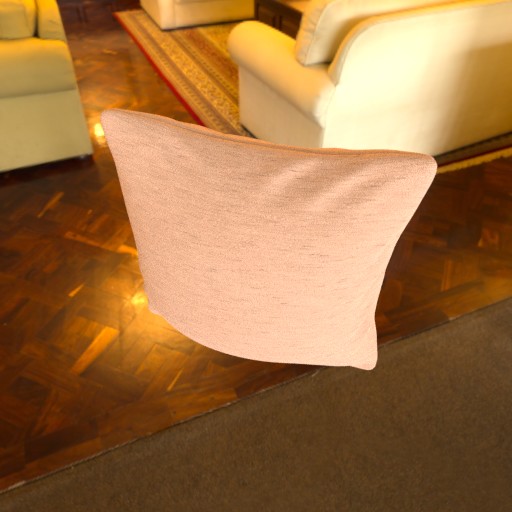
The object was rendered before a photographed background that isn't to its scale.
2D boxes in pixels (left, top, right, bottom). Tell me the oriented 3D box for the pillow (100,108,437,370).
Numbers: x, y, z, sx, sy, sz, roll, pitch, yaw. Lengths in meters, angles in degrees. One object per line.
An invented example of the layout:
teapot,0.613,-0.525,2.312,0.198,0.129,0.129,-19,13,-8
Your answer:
pillow,0.000,0.000,0.676,0.432,0.415,0.246,12,44,13
